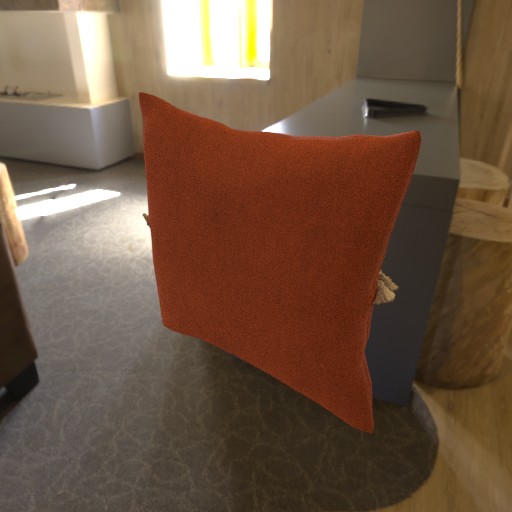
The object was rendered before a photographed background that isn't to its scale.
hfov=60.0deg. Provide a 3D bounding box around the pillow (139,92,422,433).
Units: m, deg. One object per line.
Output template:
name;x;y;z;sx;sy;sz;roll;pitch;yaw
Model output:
pillow;0.000;0.000;0.737;0.490;0.482;0.165;20;34;31
